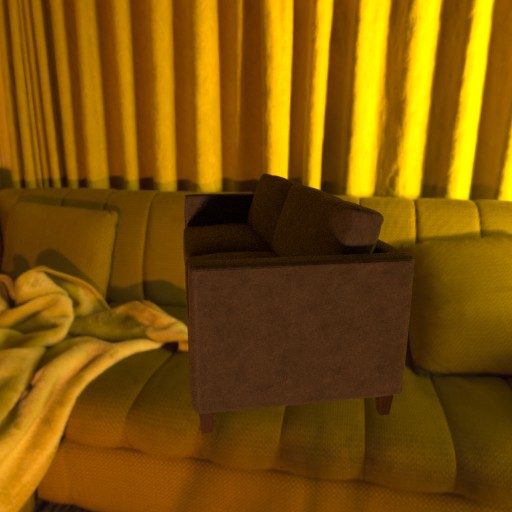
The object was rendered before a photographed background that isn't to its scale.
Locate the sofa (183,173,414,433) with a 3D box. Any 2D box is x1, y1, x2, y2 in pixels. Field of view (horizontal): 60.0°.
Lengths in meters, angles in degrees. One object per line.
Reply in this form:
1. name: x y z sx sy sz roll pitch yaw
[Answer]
1. sofa: 0.000 0.000 2.942 0.951 0.965 2.434 -2 15 -9
